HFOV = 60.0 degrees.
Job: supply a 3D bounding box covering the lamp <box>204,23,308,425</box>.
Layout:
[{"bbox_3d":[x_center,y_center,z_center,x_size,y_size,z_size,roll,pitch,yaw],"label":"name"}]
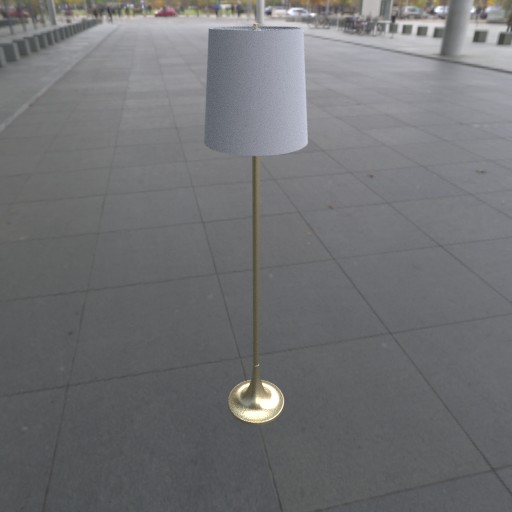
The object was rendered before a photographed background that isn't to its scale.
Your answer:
[{"bbox_3d":[0.000,0.000,1.661,0.337,1.543,0.337,0,29,0],"label":"lamp"}]
